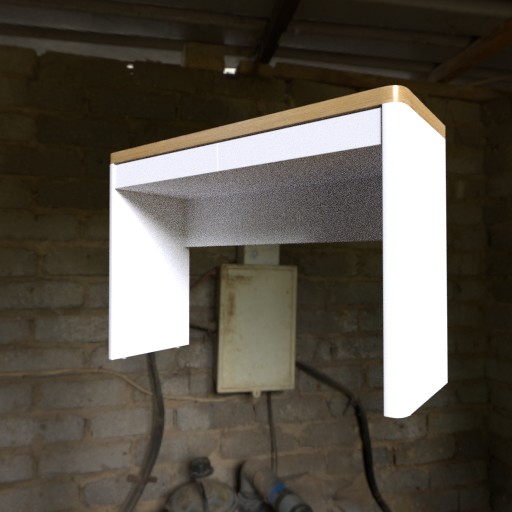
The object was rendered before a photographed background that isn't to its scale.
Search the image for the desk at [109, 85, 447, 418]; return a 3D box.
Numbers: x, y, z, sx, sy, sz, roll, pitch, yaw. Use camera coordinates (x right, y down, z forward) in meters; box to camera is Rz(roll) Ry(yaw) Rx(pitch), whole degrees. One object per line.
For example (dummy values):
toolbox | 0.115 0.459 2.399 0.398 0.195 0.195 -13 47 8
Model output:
desk | 0.000 0.000 1.470 1.100 0.760 0.390 -1 -1 36
